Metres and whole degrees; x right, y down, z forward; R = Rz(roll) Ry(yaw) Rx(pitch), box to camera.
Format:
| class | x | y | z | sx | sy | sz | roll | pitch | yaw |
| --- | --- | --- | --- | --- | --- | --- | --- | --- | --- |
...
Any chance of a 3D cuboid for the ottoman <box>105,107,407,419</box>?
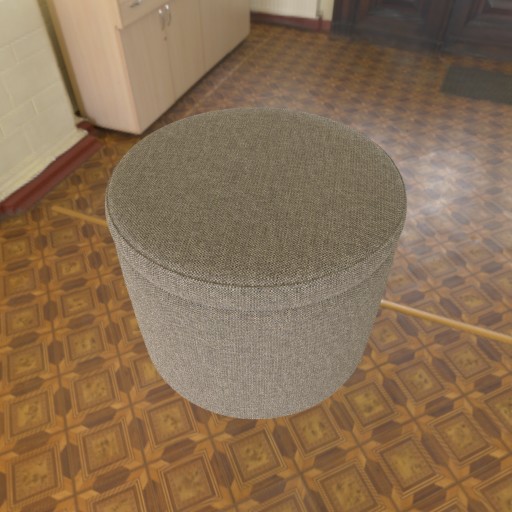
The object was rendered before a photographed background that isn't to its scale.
| class | x | y | z | sx | sy | sz | roll | pitch | yaw |
| --- | --- | --- | --- | --- | --- | --- | --- | --- | --- |
| ottoman | 0.000 | 0.000 | 0.906 | 0.520 | 0.430 | 0.520 | 0 | 45 | 0 |
